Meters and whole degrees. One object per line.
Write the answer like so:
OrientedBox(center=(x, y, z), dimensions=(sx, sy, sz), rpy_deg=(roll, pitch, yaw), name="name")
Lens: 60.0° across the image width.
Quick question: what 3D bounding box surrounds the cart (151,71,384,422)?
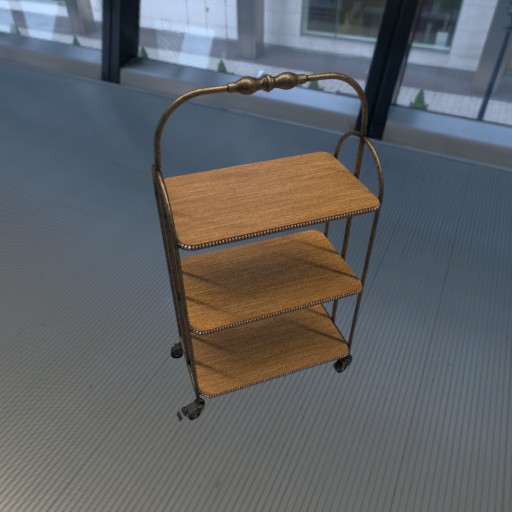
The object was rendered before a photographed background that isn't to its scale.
OrientedBox(center=(0.000, 0.000, 1.329), dimensions=(0.650, 1.052, 0.330), rpy_deg=(-13, 42, -15), name="cart")
